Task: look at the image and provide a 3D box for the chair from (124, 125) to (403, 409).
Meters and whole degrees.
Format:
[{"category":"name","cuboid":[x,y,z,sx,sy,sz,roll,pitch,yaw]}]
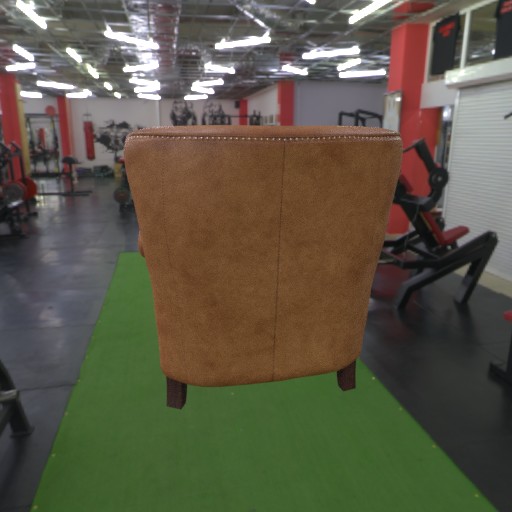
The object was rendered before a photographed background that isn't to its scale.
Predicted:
[{"category":"chair","cuboid":[0.000,0.000,1.693,0.861,0.936,0.921,-2,15,-9]}]
